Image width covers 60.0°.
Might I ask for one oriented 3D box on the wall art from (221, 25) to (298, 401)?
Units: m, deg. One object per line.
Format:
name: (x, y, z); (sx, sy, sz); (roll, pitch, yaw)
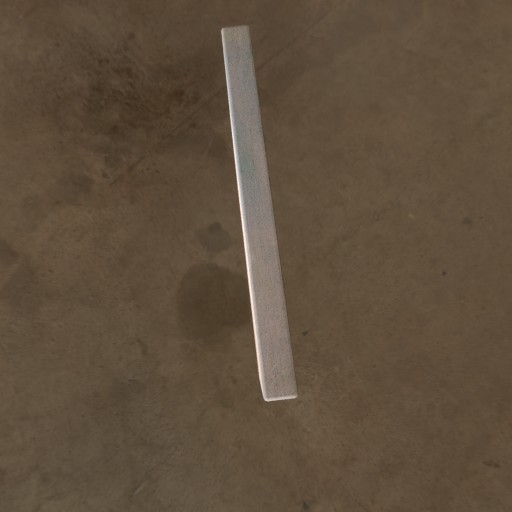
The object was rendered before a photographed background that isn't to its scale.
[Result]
wall art: (0.000, 0.000, 0.788); (0.035, 0.605, 0.443); (-6, 77, -2)
